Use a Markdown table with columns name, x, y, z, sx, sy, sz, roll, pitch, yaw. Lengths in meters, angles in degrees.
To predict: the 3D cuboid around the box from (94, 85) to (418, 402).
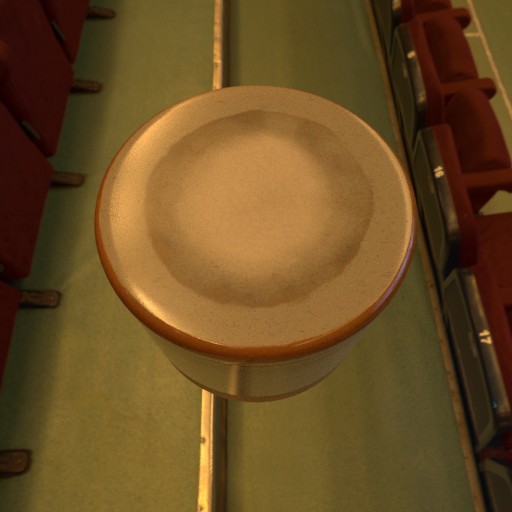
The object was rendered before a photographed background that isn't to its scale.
| name | x | y | z | sx | sy | sz | roll | pitch | yaw |
| --- | --- | --- | --- | --- | --- | --- | --- | --- | --- |
| box | 0.000 | 0.000 | 0.210 | 0.123 | 0.100 | 0.123 | 0 | 63 | 0 |
